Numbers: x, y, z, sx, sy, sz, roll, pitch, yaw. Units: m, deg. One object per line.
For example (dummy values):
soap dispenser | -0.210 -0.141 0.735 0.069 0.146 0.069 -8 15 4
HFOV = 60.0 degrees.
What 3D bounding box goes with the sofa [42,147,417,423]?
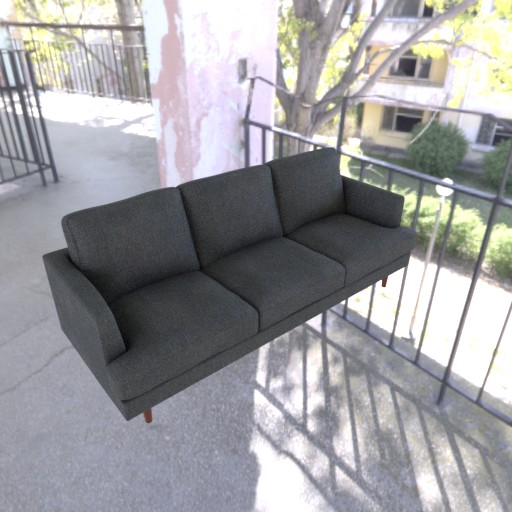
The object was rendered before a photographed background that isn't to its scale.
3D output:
sofa | 0.000 0.000 2.766 2.246 0.930 0.903 -22 36 -34
